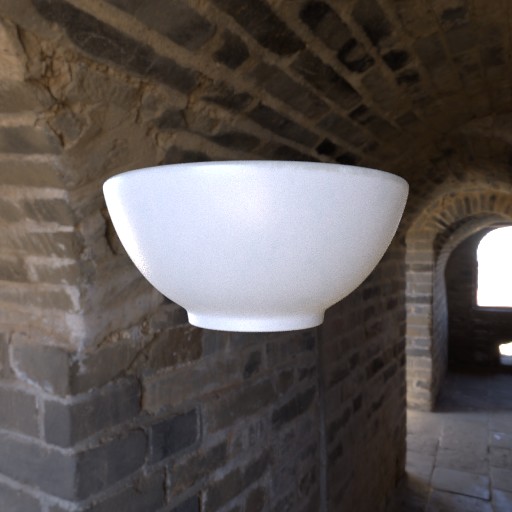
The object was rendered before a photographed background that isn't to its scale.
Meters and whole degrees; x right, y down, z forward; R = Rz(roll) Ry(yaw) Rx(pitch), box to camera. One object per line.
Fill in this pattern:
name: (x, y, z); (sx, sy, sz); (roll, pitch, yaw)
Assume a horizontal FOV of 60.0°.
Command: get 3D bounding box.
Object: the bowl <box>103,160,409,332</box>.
bowl: (0.000, 0.000, 0.411); (0.268, 0.121, 0.268); (0, 0, 0)
